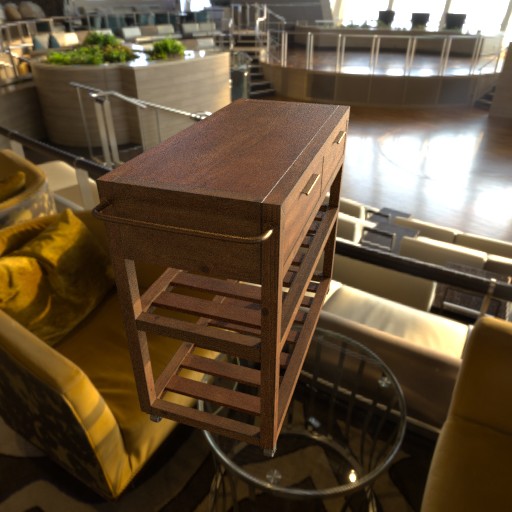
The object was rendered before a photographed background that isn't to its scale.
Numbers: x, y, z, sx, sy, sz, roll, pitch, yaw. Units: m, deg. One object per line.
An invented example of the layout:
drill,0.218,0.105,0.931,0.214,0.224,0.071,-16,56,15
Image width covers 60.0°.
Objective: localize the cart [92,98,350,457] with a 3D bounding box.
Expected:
cart,0.000,0.000,1.510,0.445,0.830,1.065,10,32,16
